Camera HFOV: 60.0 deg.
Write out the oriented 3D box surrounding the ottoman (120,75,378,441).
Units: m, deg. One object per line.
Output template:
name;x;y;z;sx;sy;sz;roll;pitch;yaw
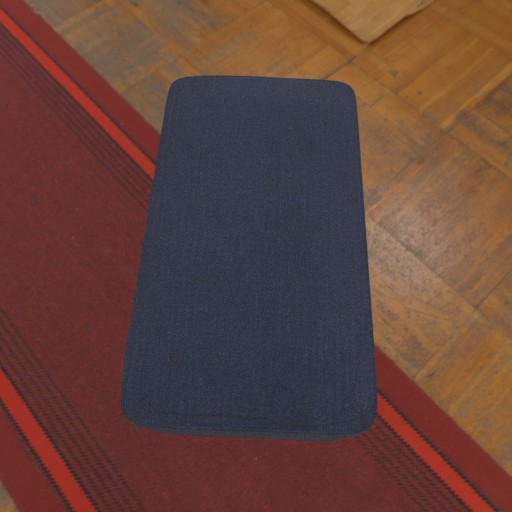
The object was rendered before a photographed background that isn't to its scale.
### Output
ottoman;0.000;0.000;1.175;0.505;0.453;0.895;2;65;1
